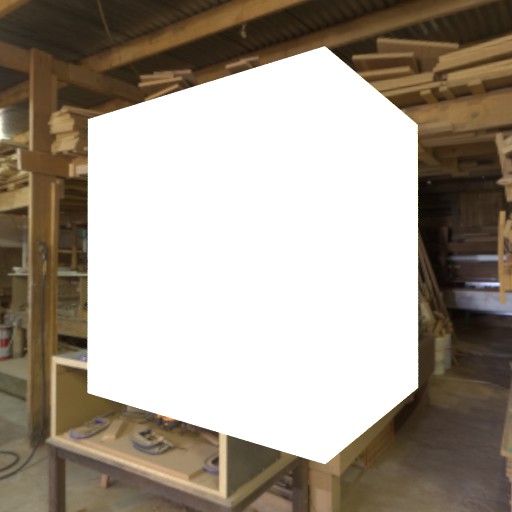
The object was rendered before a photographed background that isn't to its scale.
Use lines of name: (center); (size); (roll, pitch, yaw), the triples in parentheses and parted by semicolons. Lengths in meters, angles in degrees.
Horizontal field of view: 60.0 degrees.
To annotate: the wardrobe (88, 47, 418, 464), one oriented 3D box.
wardrobe: (0.000, 0.000, 0.859); (0.500, 0.520, 0.400); (0, 0, 36)
